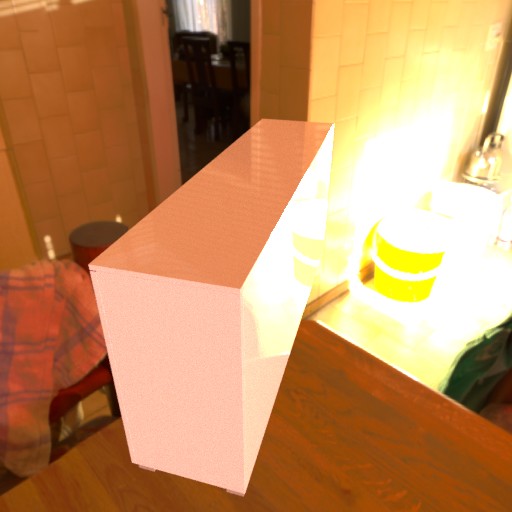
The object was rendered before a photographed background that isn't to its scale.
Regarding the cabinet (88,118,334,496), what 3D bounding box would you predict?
[{"bbox_3d":[0.000,0.000,1.947,0.400,0.800,1.650,8,31,14],"label":"cabinet"}]
